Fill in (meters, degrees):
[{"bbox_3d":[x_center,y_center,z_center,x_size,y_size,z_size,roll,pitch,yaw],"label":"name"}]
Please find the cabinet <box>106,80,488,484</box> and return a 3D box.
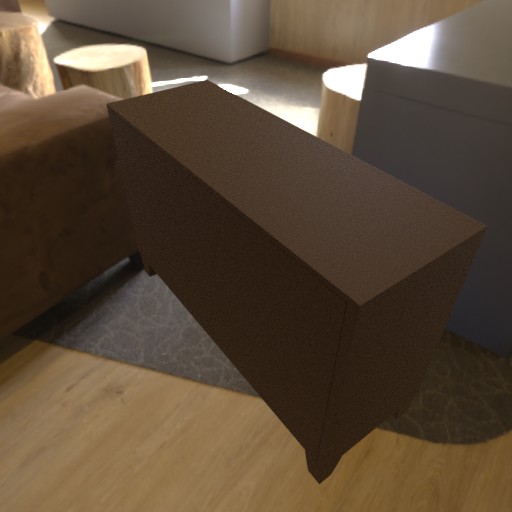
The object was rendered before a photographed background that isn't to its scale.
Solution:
[{"bbox_3d":[0.000,0.000,1.778,0.482,0.914,1.396,-26,46,-27],"label":"cabinet"}]
